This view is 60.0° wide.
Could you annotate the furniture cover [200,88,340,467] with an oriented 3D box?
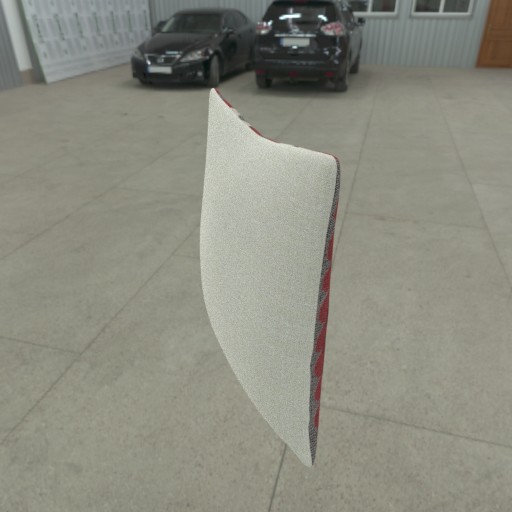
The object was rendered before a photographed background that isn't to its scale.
[{"bbox_3d":[0.000,0.000,0.661,0.145,0.420,0.435,-10,31,-17],"label":"furniture cover"}]
